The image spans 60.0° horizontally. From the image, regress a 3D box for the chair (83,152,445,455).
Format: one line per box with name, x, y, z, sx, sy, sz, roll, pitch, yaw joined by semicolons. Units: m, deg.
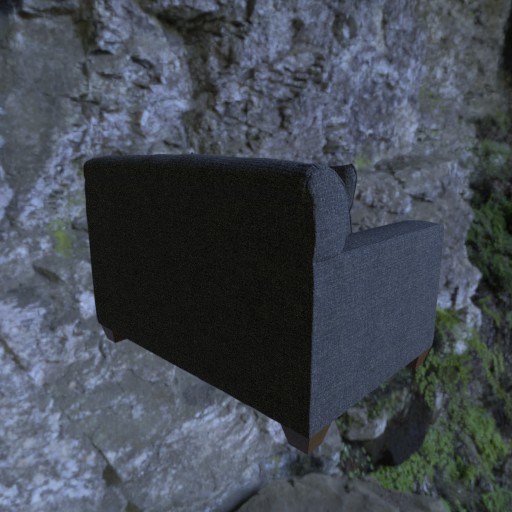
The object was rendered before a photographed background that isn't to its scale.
chair;0.000;0.000;2.073;1.383;0.948;1.000;13;19;42
